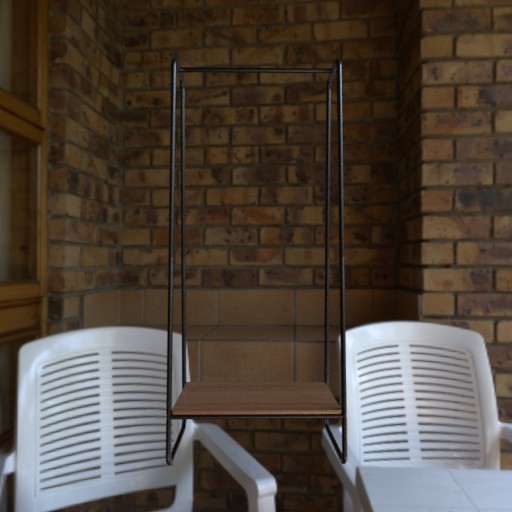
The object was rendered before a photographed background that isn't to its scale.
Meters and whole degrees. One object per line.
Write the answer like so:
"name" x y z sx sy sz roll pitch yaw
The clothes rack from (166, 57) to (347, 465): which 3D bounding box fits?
"clothes rack" 0.000 0.000 1.757 0.640 1.500 0.400 0 -1 -1
